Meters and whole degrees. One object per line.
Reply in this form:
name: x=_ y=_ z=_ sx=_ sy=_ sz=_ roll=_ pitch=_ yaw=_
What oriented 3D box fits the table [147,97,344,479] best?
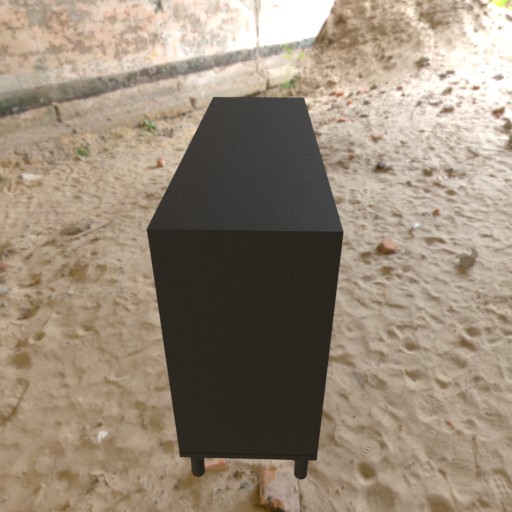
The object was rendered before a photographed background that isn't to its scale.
table: x=0.000 y=0.000 z=1.606 sx=0.400 sy=0.855 sz=1.200 roll=1 pitch=32 yaw=1
